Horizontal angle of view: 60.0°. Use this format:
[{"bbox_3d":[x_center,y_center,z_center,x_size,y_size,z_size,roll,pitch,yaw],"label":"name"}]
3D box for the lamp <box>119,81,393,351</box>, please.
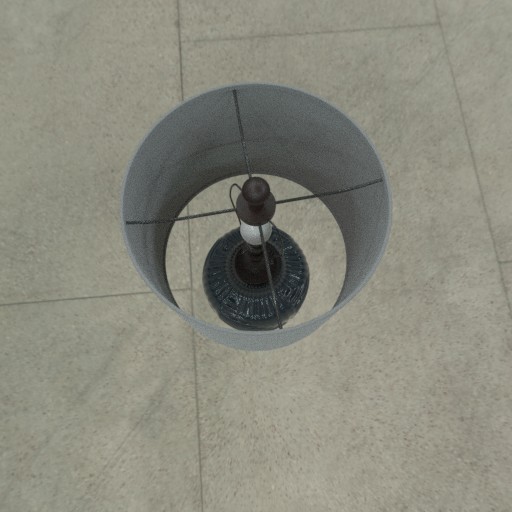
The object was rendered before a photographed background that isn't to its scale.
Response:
[{"bbox_3d":[0.000,0.000,0.755,0.318,0.567,0.318,0,74,0],"label":"lamp"}]
